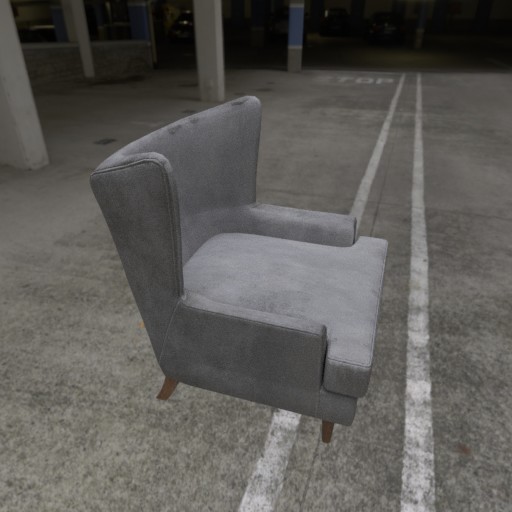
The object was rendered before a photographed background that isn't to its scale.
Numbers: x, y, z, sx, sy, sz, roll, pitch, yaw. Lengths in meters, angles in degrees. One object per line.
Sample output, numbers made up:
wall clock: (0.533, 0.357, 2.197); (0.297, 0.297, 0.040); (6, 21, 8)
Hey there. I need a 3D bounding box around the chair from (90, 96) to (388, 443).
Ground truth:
chair: (0.000, 0.000, 1.595); (0.906, 0.950, 0.784); (9, 32, 15)
